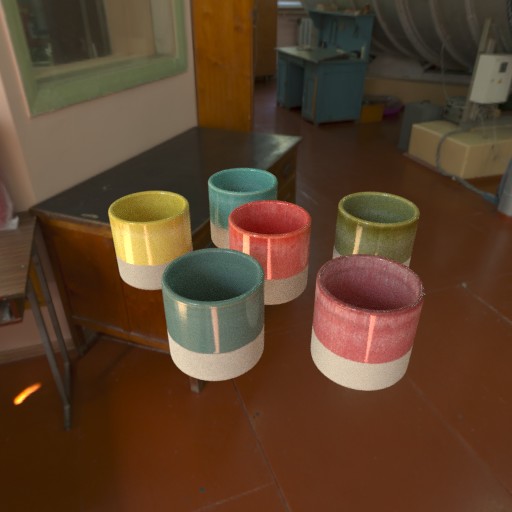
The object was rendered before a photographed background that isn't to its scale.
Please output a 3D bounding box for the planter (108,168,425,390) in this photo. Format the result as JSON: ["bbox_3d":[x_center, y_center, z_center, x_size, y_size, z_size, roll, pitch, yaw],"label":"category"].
[{"bbox_3d":[0.000,0.000,0.414,0.286,0.075,0.257,7,32,12],"label":"planter"}]
